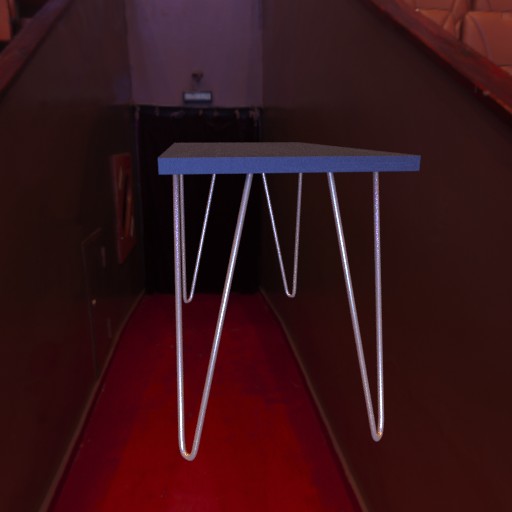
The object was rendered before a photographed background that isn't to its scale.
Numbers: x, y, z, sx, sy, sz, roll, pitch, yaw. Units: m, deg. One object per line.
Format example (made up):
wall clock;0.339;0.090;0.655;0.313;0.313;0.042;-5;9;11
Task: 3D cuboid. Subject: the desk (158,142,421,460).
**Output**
desk;0.000;0.000;1.383;0.499;0.660;0.991;-2;16;-8
